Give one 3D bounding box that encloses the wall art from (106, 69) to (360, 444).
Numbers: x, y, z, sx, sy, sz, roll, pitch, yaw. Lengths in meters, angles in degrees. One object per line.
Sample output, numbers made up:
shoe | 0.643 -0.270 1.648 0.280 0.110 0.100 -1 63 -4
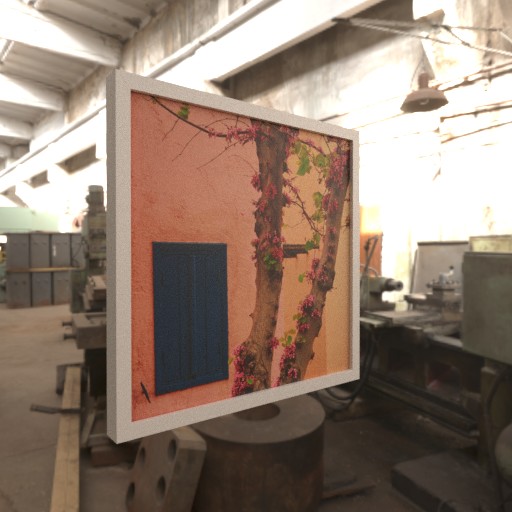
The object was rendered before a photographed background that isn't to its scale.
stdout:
wall art | 0.000 0.000 0.770 0.507 0.508 0.038 0 1 -38
